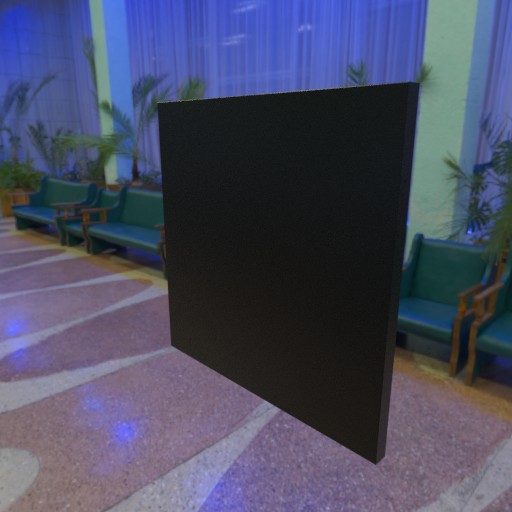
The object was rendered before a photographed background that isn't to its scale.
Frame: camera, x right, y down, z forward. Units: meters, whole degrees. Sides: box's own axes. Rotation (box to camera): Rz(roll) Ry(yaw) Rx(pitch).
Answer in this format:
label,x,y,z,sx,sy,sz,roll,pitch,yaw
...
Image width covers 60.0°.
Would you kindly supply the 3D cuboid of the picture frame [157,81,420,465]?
label,x,y,z,sx,sy,sz,roll,pitch,yaw
picture frame,0.000,0.000,0.814,0.029,0.557,0.559,-15,21,-42
